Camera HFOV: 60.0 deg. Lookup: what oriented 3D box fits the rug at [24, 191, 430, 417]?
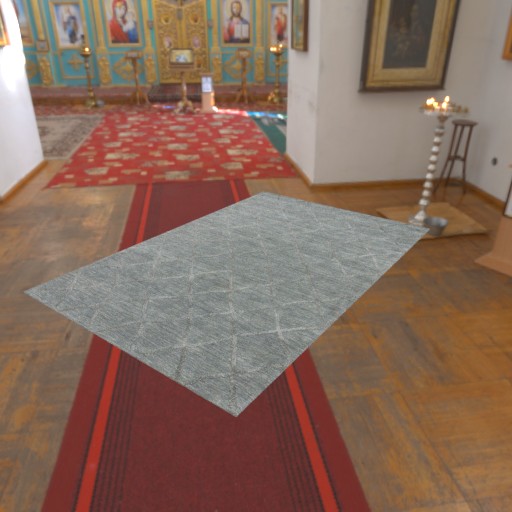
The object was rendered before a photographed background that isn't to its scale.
[{"bbox_3d":[0.000,0.000,2.878,1.521,0.006,2.283,18,31,33],"label":"rug"}]
